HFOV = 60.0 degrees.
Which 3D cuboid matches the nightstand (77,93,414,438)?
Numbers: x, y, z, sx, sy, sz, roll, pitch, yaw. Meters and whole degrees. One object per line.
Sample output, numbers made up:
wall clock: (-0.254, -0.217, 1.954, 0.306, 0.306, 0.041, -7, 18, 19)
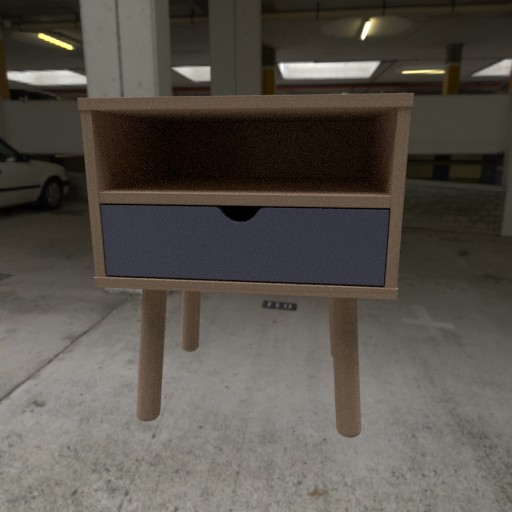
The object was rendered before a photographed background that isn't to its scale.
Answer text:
nightstand: (0.000, 0.000, 0.833, 0.450, 0.530, 0.380, 2, 14, 7)
